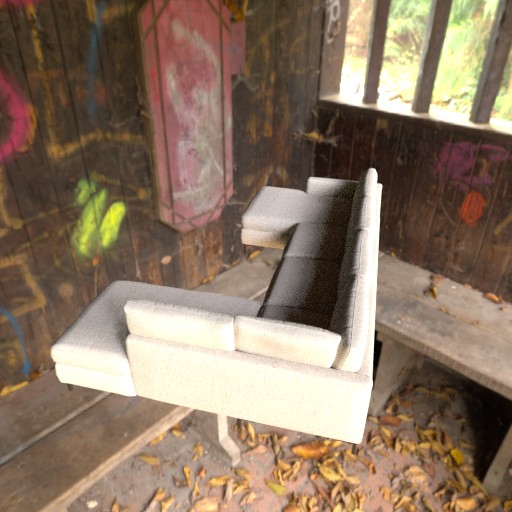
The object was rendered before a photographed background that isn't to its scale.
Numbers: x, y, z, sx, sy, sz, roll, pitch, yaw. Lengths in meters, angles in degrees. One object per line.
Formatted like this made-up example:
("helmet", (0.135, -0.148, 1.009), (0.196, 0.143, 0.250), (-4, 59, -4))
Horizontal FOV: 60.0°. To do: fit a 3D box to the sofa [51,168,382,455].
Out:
("sofa", (0.000, 0.000, 3.562), (1.879, 0.756, 2.737), (8, 32, 12))
